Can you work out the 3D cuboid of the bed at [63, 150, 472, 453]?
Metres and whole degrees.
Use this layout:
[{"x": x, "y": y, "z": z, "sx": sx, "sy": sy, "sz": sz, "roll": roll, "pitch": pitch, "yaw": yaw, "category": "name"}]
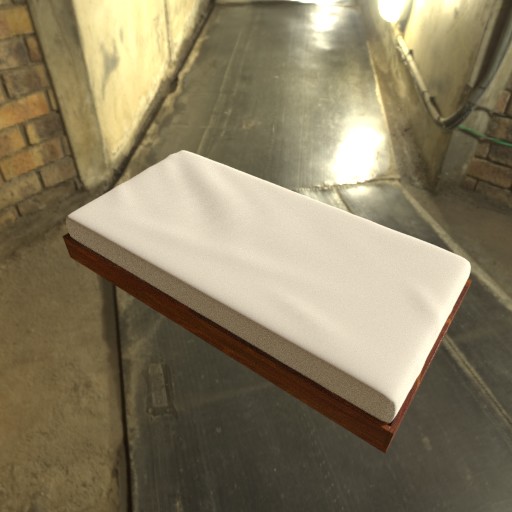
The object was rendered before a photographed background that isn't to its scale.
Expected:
[{"x": 0.000, "y": 0.000, "z": 2.229, "sx": 1.860, "sy": 0.312, "sz": 0.940, "roll": 26, "pitch": 48, "yaw": 26, "category": "bed"}]
